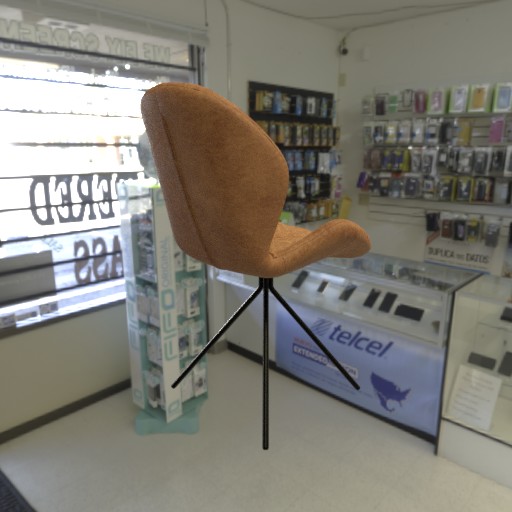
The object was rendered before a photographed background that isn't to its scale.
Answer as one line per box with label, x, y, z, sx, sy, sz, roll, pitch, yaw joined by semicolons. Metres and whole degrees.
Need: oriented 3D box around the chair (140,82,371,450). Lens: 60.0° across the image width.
chair;0.000;0.000;1.337;0.640;0.929;0.527;-13;19;-42
